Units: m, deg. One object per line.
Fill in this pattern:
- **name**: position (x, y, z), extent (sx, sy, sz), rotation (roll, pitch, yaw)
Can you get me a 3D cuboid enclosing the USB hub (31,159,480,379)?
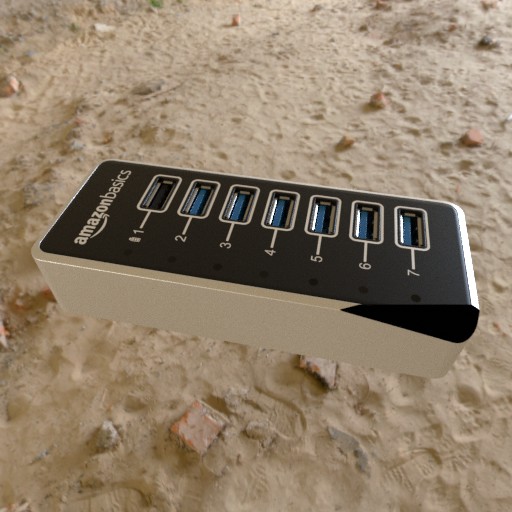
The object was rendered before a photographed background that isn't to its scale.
- **USB hub**: position (0.000, 0.000, 0.126), extent (0.110, 0.023, 0.044), rotation (9, 48, 8)
